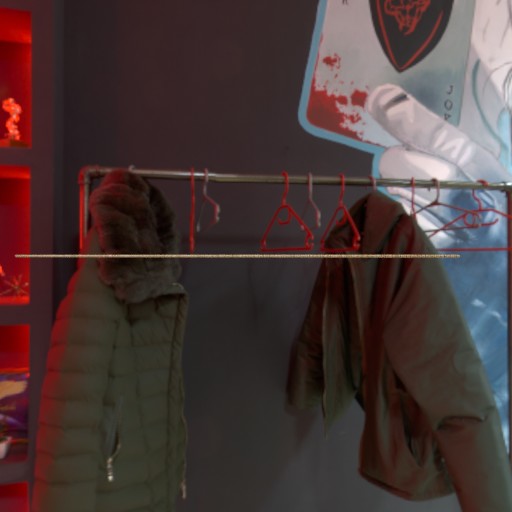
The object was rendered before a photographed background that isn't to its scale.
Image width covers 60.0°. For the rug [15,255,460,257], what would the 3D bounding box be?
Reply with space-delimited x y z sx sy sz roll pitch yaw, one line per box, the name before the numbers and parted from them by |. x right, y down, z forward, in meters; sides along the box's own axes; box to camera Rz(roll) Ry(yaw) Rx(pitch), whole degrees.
rug | 0.000 0.000 4.133 3.198 0.016 2.425 0 0 18
